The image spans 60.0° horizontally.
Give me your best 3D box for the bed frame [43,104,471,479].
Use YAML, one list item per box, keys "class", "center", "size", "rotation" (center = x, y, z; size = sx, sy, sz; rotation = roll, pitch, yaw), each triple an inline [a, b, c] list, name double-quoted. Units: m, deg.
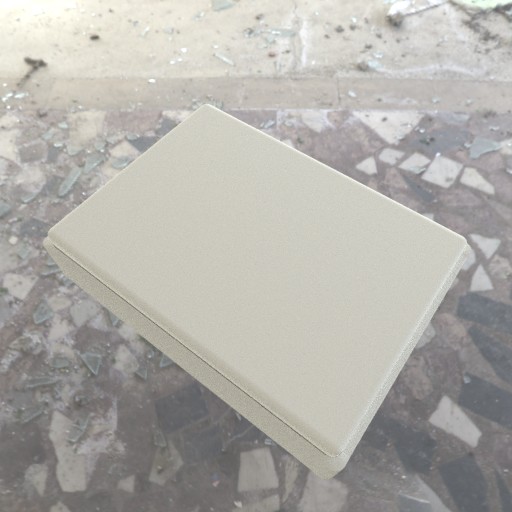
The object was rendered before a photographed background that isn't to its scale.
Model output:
- class: "bed frame"
  center: [0.000, 0.000, 2.501]
  size: [1.900, 0.406, 1.400]
  rotation: [32, 63, 19]
